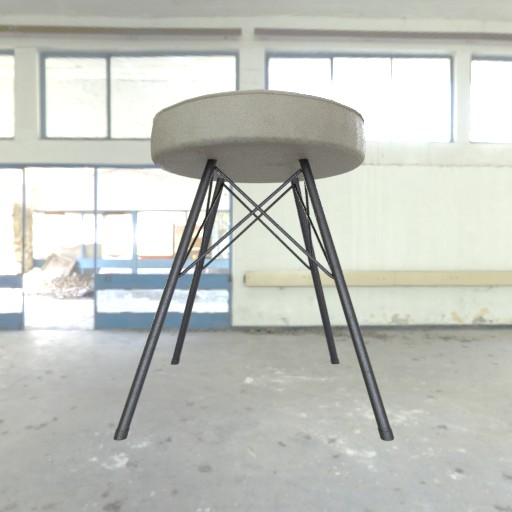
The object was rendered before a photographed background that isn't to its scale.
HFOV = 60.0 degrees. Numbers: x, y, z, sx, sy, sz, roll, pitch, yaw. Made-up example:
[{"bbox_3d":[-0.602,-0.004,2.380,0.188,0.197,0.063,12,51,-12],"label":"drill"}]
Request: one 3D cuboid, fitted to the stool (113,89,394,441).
[{"bbox_3d":[0.000,0.000,0.875,0.423,0.538,0.457,0,1,0],"label":"stool"}]
